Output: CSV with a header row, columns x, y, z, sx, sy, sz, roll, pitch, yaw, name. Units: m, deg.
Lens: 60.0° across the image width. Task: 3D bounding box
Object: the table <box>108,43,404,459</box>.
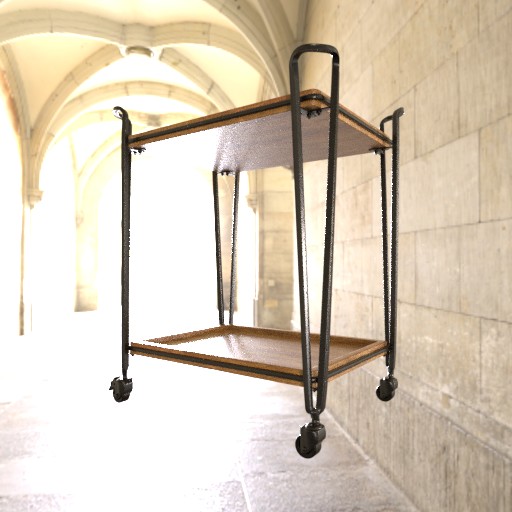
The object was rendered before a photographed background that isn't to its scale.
x,y,z,sx,sy,sz,roll,pitch,yaw,name
0.000,0.000,1.200,0.672,0.785,0.505,0,-1,36,table
